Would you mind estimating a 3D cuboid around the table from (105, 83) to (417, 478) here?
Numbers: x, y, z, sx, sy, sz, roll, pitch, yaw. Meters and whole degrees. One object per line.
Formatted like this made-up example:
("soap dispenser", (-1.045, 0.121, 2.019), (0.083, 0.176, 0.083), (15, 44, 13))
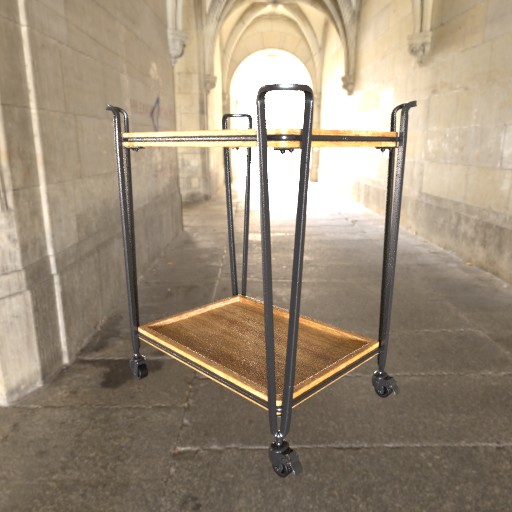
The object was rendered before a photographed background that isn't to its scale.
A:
("table", (0.000, 0.000, 1.202), (0.672, 0.785, 0.505), (14, 20, 43))
